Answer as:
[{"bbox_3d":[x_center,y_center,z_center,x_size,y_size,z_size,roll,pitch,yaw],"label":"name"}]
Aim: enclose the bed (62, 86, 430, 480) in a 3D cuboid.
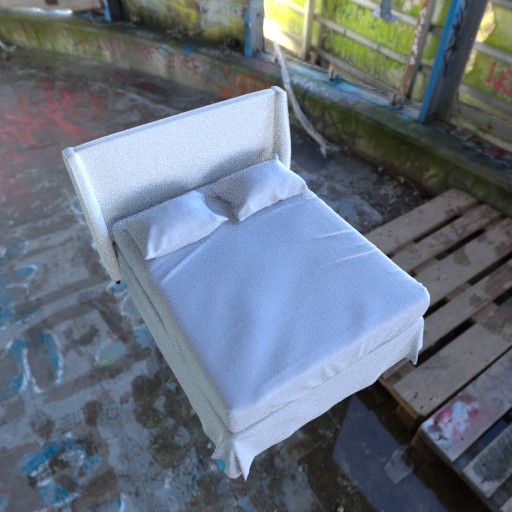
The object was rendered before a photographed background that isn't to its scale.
[{"bbox_3d":[0.000,0.000,3.358,1.925,1.332,2.276,-25,51,-22],"label":"bed"}]
